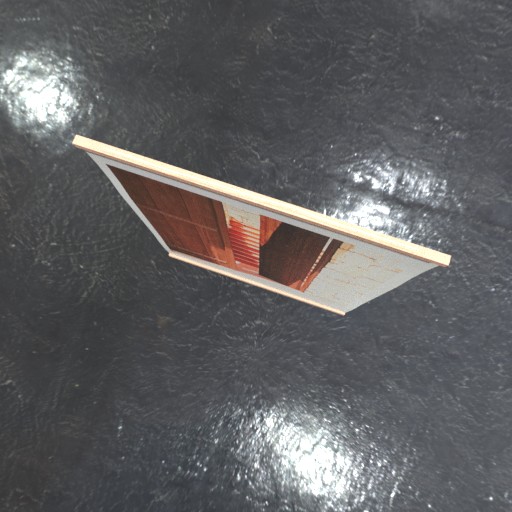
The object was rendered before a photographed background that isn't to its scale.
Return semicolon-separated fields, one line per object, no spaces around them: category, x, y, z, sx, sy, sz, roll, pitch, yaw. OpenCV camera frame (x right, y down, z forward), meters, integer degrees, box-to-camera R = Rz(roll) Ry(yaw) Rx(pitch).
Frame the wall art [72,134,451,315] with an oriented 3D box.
wall art;0.000;0.000;1.334;0.758;1.013;0.020;18;78;4
